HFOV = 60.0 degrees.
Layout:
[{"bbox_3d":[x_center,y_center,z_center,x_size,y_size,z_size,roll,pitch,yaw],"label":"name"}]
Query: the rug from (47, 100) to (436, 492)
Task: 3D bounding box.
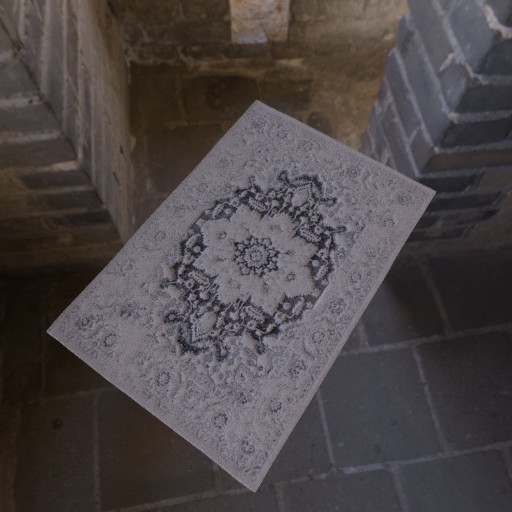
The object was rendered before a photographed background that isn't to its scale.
[{"bbox_3d":[0.000,0.000,2.313,1.223,0.008,1.813,32,68,14],"label":"rug"}]
